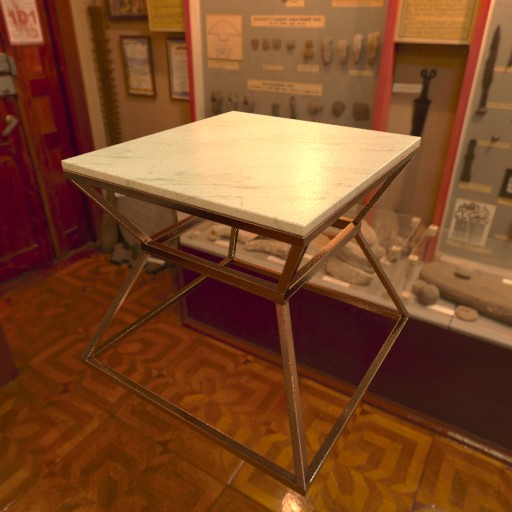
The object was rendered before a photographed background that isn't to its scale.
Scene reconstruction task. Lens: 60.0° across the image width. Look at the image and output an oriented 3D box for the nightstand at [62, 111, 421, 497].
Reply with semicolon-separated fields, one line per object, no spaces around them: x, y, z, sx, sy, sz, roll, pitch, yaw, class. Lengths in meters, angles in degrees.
0.000;0.000;0.866;0.514;0.426;0.513;18;34;29;nightstand
